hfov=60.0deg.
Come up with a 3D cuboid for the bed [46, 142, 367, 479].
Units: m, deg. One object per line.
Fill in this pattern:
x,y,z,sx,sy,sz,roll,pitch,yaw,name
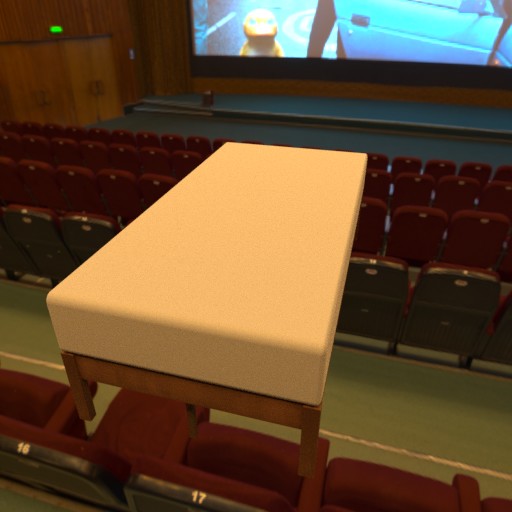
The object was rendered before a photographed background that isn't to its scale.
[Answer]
0.000,0.000,2.322,0.961,0.616,1.902,8,32,14,bed
